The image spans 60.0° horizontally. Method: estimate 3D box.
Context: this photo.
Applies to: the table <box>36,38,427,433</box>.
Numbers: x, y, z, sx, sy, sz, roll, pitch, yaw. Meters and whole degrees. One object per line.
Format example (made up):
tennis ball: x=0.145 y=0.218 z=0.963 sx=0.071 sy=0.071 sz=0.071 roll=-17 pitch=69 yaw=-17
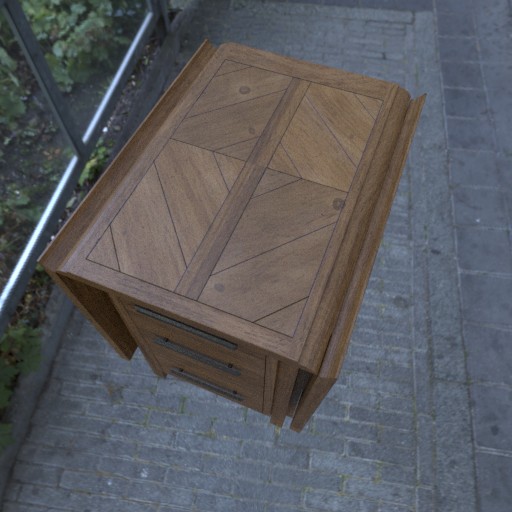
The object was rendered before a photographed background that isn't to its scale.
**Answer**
table: x=0.000 y=0.000 z=1.275 sx=0.591 sy=0.763 sz=0.746 roll=19 pitch=61 yaw=11
